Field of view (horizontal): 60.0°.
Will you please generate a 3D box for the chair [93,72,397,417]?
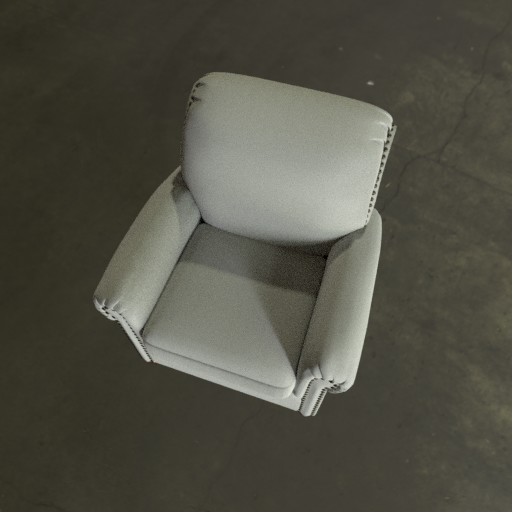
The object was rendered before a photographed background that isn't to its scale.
[{"bbox_3d":[0.000,0.000,1.623,0.854,0.927,0.890,16,60,10],"label":"chair"}]
